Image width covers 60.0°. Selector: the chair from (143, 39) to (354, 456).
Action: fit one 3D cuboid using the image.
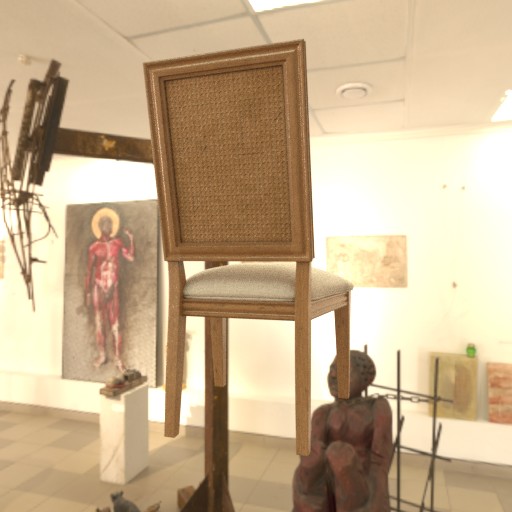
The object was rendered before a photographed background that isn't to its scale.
[{"bbox_3d":[0.000,0.000,1.346,0.536,0.988,0.601,0,0,17],"label":"chair"}]
